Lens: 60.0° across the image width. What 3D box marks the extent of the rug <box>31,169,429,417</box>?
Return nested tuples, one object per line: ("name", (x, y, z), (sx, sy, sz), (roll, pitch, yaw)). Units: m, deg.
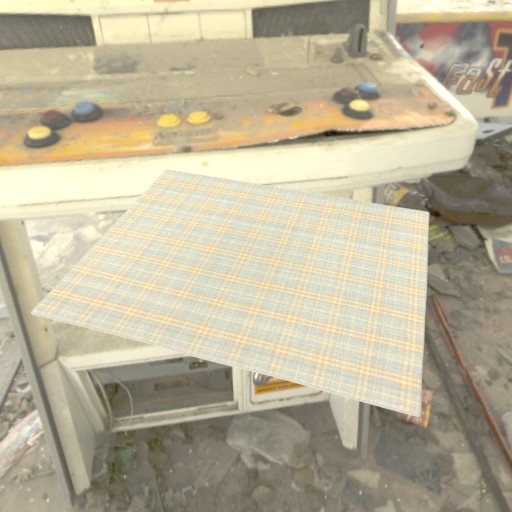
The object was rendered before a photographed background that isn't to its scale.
("rug", (0.000, 0.000, 4.133), (3.066, 0.030, 2.462), (11, 42, 13))
